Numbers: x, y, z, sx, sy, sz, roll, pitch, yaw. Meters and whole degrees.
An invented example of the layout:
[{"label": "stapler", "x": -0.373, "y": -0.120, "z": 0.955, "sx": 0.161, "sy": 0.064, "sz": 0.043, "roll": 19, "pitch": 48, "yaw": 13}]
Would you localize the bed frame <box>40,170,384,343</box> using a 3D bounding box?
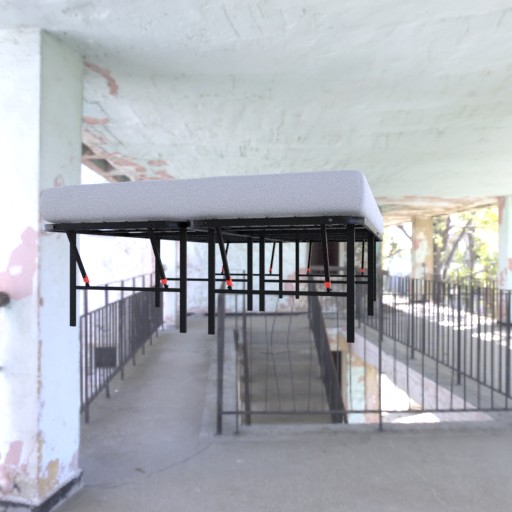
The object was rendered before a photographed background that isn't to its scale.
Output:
[{"label": "bed frame", "x": 0.000, "y": 0.000, "z": 2.572, "sx": 1.372, "sy": 0.637, "sz": 1.905, "roll": 0, "pitch": 0, "yaw": 18}]
